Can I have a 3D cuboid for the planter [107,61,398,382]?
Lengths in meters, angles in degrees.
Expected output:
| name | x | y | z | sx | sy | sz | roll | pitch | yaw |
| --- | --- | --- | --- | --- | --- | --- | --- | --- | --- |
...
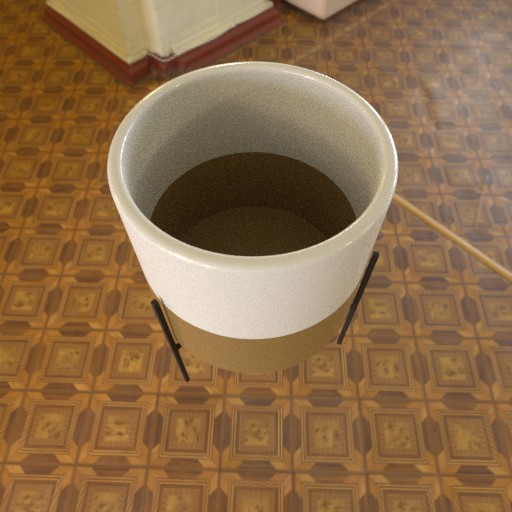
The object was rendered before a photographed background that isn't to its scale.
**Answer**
| name | x | y | z | sx | sy | sz | roll | pitch | yaw |
| --- | --- | --- | --- | --- | --- | --- | --- | --- | --- |
| planter | 0.000 | 0.000 | 0.642 | 0.310 | 0.432 | 0.310 | 1 | 57 | 1 |
